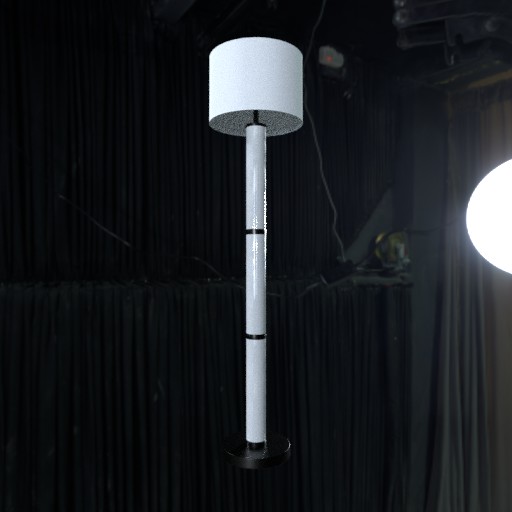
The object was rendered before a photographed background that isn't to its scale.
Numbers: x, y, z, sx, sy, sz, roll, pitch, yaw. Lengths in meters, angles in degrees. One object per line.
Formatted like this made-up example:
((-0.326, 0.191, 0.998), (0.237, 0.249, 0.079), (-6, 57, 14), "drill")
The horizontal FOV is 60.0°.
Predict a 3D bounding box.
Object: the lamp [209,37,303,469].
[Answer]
((0.000, 0.000, 1.798), (0.377, 1.599, 0.377), (0, 1, -36), "lamp")
